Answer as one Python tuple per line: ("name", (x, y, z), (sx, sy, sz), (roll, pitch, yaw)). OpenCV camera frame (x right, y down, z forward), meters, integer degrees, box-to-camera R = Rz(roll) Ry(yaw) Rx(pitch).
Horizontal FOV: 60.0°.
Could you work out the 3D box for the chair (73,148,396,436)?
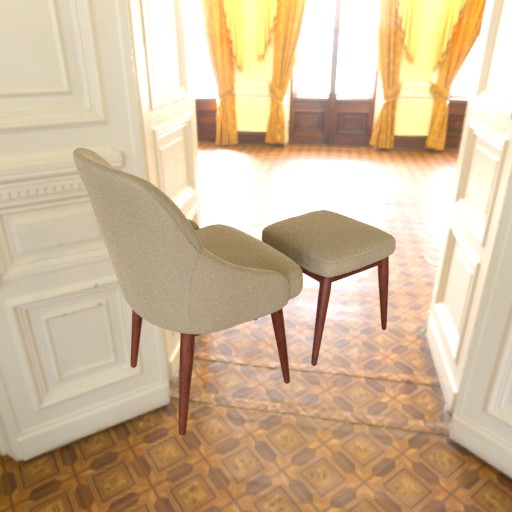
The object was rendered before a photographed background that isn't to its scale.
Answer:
("chair", (0.000, 0.000, 1.608), (1.114, 0.866, 0.584), (-17, 30, -32))
